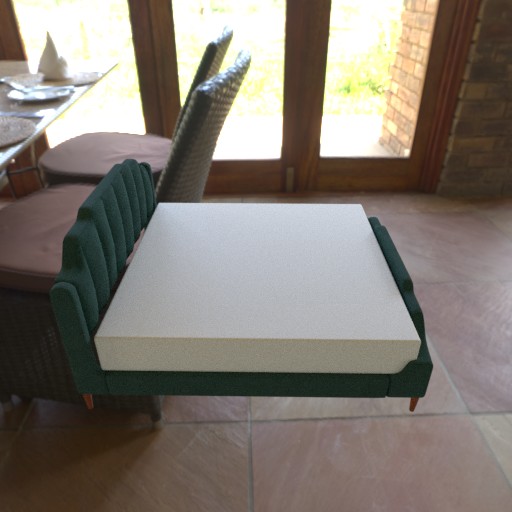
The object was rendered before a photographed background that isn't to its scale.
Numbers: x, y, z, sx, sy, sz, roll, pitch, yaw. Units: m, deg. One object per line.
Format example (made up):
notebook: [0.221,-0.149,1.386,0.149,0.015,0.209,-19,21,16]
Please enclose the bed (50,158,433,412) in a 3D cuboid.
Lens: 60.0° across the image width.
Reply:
bed: [0.000,0.000,3.579,2.340,1.245,2.074,0,32,1]
